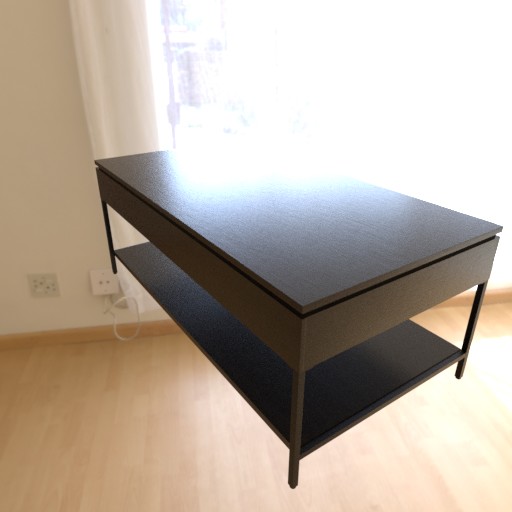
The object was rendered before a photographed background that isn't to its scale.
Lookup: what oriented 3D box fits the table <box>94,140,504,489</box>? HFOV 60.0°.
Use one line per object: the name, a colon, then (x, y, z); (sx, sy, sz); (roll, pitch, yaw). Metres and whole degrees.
table: (0.000, 0.000, 1.332); (0.574, 0.435, 1.095); (-17, 31, -30)
